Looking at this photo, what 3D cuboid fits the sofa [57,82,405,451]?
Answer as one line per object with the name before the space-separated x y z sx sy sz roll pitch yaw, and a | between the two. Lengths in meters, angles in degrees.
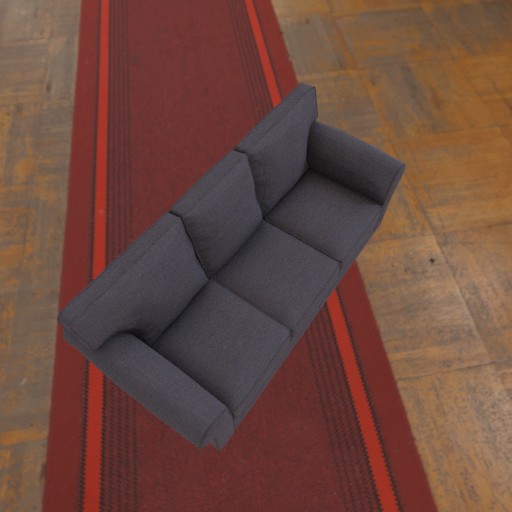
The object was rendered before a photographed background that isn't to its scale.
sofa | 0.000 0.000 2.640 0.909 0.966 2.084 31 62 18
